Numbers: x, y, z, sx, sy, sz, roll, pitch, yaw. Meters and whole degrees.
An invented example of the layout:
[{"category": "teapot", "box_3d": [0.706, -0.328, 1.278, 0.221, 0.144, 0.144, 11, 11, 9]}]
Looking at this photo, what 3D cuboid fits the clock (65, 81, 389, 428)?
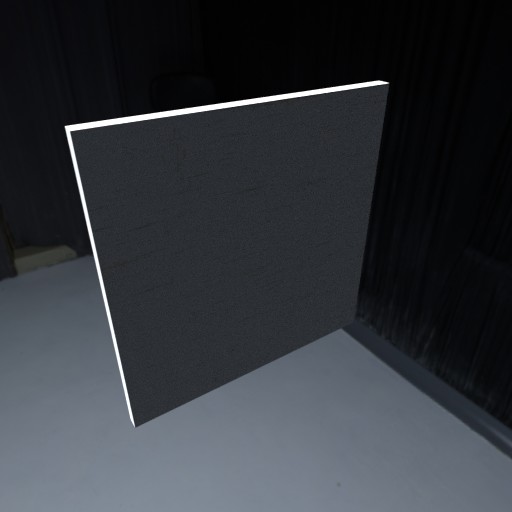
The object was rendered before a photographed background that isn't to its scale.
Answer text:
[{"category": "clock", "box_3d": [0.000, 0.000, 1.042, 0.705, 0.705, 0.032, -19, 36, -28]}]
